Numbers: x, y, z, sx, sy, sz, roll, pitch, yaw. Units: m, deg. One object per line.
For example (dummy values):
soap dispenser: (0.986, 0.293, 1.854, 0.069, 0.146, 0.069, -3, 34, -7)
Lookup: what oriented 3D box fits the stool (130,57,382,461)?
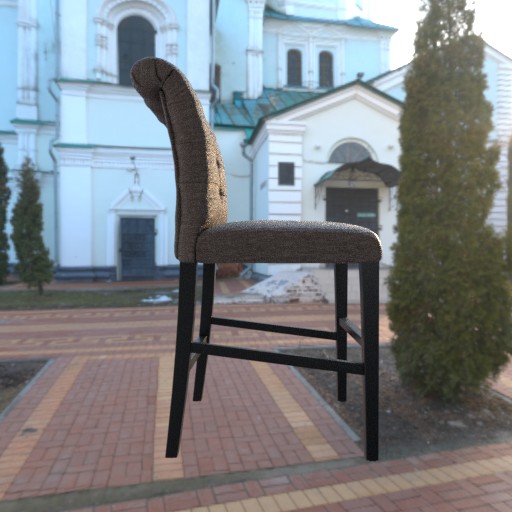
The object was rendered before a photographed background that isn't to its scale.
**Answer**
stool: (0.000, 0.000, 1.268, 0.611, 0.970, 0.457, 0, 1, 1)
